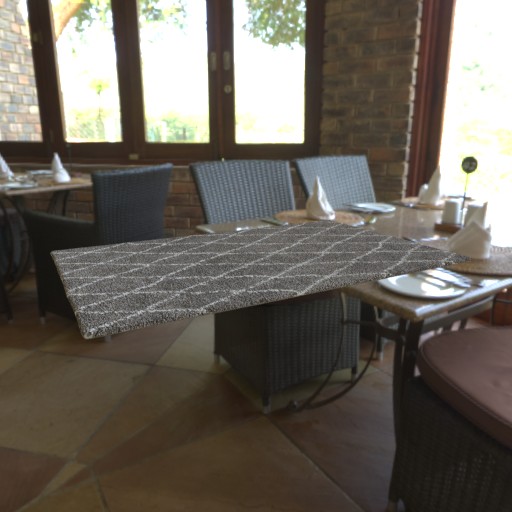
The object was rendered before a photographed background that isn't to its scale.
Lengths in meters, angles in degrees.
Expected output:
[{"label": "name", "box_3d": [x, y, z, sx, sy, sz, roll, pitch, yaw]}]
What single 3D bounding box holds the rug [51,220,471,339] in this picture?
[{"label": "rug", "box_3d": [0.000, 0.000, 3.013, 2.438, 0.030, 1.524, -8, 17, -28]}]
